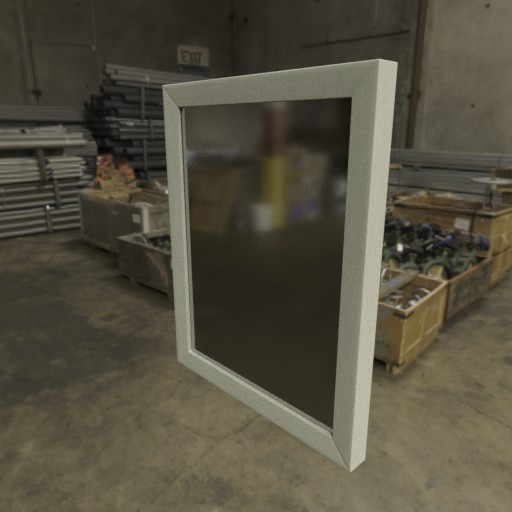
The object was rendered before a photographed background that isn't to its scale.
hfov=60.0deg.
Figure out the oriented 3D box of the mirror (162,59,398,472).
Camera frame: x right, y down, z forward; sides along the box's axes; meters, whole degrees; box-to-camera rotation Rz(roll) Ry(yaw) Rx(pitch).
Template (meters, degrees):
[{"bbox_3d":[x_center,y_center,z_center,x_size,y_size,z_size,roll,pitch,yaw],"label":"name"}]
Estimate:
[{"bbox_3d":[0.000,0.000,0.673,0.041,0.508,0.405,-15,22,-42],"label":"mirror"}]
